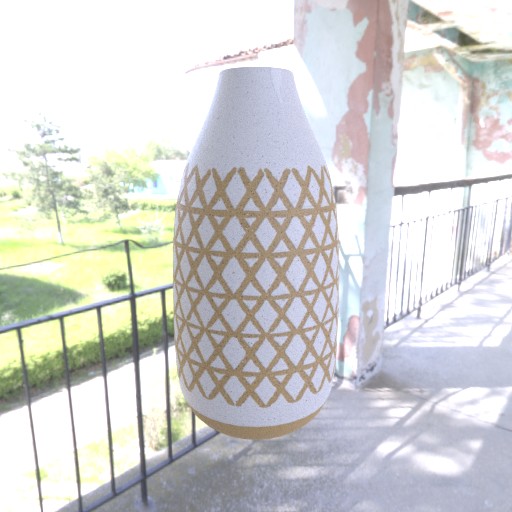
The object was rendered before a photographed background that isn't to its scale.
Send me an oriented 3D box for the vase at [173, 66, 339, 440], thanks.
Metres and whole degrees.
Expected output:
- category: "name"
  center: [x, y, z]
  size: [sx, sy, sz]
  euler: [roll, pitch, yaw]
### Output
- category: "vase"
  center: [0.000, 0.000, 0.491]
  size: [0.186, 0.380, 0.186]
  euler: [0, 14, 0]
